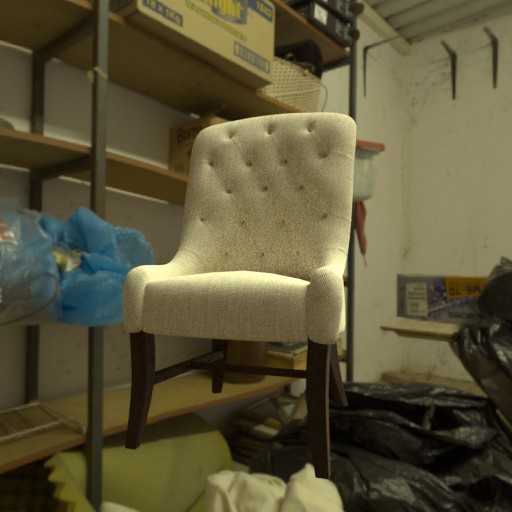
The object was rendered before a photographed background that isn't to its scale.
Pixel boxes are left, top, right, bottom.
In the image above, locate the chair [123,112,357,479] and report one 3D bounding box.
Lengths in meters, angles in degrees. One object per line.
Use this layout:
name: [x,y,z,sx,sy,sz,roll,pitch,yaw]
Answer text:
chair: [0.000,0.000,1.462,0.634,1.091,0.629,0,0,18]
